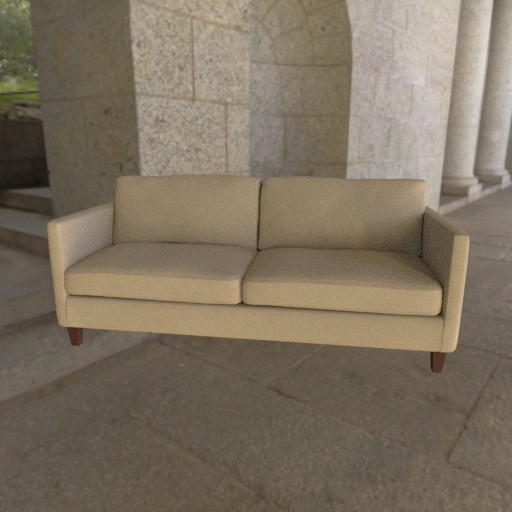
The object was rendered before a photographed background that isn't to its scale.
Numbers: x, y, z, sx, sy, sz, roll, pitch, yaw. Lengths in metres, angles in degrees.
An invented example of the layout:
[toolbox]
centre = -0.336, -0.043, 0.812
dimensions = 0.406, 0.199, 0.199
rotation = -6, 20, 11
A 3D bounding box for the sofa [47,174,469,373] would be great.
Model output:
[sofa]
centre = 0.000, 0.000, 2.706
dimensions = 2.181, 0.932, 0.948
rotation = 2, 15, 8
